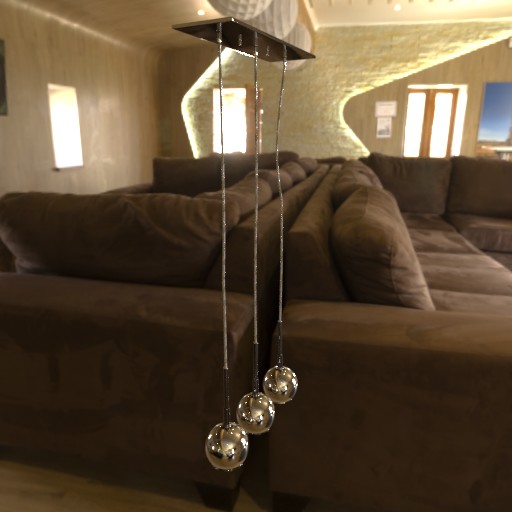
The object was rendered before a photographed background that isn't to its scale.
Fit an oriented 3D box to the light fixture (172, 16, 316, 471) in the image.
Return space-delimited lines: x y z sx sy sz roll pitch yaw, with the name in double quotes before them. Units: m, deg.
"light fixture" 0.000 0.000 1.598 0.188 1.408 0.623 8 16 27
